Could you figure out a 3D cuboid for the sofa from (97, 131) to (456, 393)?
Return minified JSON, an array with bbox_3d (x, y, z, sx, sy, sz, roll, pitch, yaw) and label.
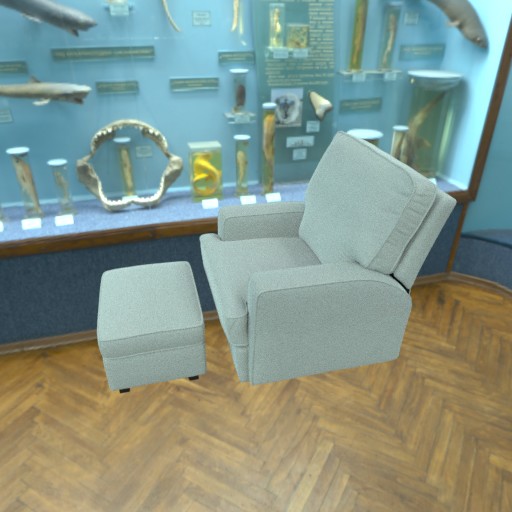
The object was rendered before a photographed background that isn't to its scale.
[{"bbox_3d":[0.000,0.000,2.093,1.472,0.959,0.861,-7,31,-12],"label":"sofa"}]
